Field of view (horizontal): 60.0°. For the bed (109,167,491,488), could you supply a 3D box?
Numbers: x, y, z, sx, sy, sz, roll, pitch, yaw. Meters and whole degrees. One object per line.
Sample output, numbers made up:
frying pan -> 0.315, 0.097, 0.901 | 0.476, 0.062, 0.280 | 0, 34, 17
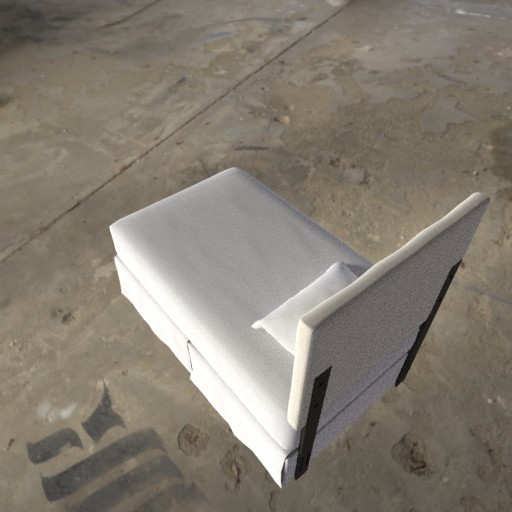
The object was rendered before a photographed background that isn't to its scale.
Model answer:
bed -> 0.000, 0.000, 2.818 | 1.261, 1.571, 1.997 | -31, 53, -26
